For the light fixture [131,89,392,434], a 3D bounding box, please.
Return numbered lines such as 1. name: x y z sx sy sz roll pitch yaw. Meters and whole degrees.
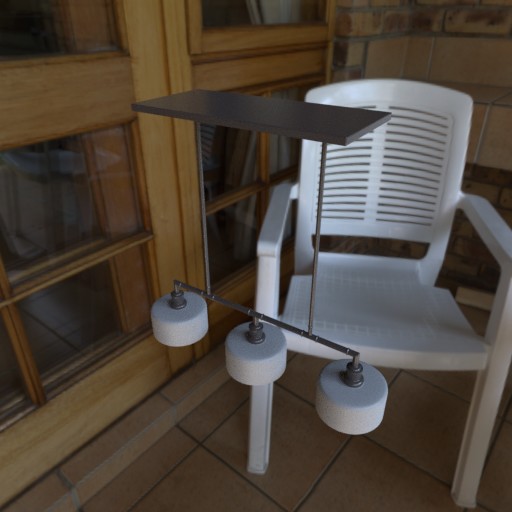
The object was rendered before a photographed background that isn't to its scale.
1. light fixture: 0.000 0.000 0.861 0.582 0.557 0.177 18 34 28
